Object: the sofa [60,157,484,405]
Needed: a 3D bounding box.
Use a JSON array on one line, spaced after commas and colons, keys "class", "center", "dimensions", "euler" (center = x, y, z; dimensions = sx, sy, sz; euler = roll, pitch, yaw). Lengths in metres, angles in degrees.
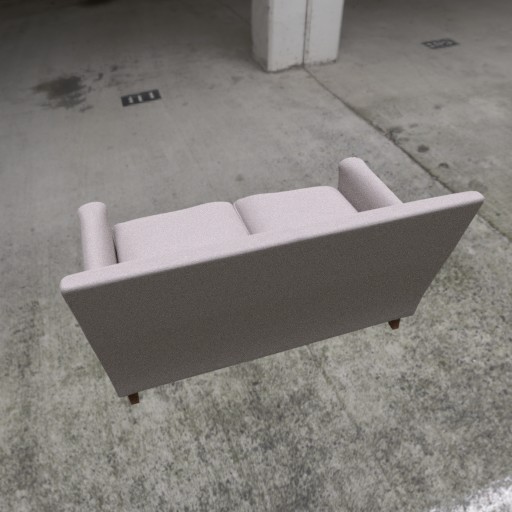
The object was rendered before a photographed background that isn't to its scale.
[{"class": "sofa", "center": [0.000, 0.000, 2.038], "dimensions": [1.482, 0.890, 0.888], "euler": [-13, 42, -14]}]
